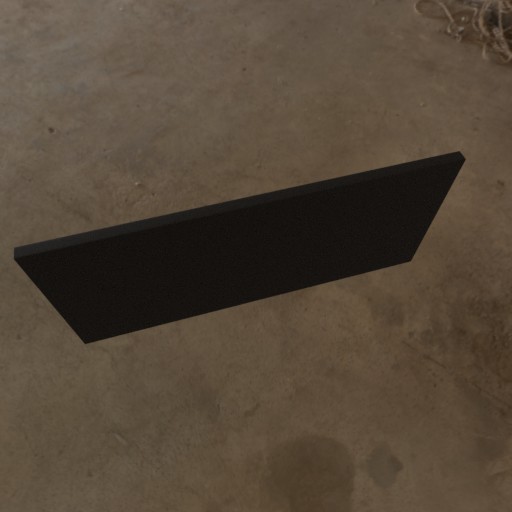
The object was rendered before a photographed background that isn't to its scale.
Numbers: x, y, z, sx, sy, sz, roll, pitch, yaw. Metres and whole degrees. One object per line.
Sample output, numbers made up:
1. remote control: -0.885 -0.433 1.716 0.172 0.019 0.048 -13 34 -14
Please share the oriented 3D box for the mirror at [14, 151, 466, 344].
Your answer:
1. mirror: 0.000 0.000 1.800 1.584 0.692 0.047 -13 58 -9
